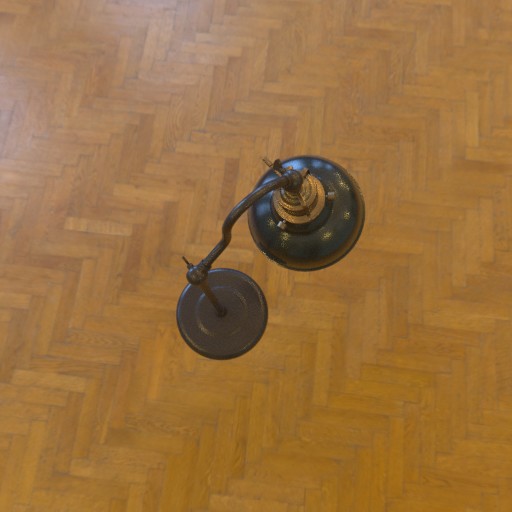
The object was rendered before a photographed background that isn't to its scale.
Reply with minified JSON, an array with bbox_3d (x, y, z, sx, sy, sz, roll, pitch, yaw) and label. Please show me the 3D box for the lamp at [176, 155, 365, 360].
[{"bbox_3d":[0.000,0.000,0.694,0.374,0.508,0.192,-39,79,-9],"label":"lamp"}]
